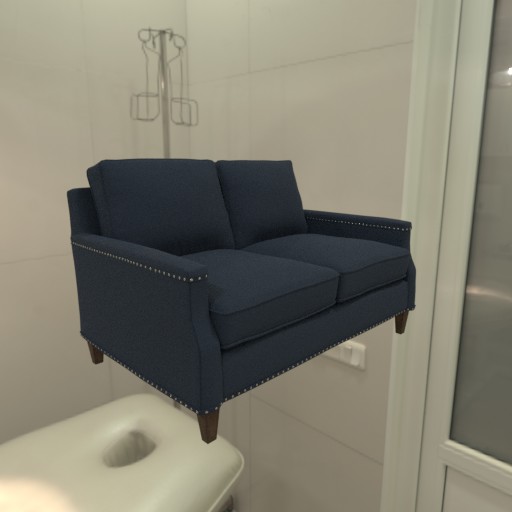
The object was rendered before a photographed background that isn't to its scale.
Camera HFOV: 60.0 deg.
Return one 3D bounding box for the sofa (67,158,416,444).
[{"bbox_3d":[0.000,0.000,2.333,1.597,1.003,1.084,-12,17,-44],"label":"sofa"}]
